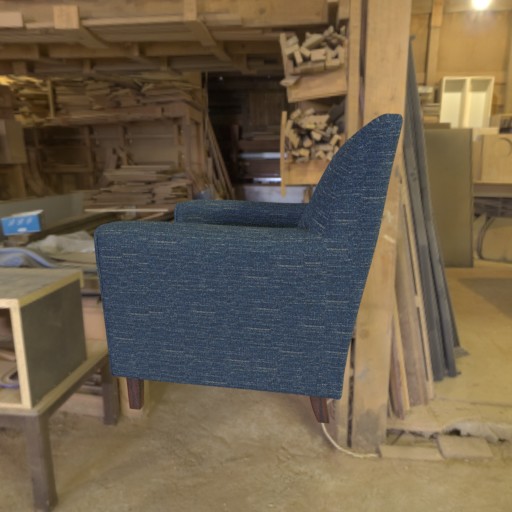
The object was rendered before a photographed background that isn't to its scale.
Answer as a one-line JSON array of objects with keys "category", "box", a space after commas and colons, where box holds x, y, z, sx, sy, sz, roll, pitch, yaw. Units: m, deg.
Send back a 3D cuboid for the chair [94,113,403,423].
[{"category": "chair", "box": [0.000, 0.000, 1.645, 0.873, 0.928, 0.864, 2, 13, 10]}]
